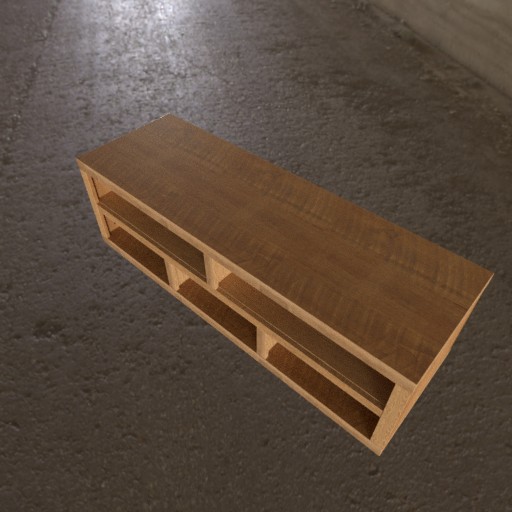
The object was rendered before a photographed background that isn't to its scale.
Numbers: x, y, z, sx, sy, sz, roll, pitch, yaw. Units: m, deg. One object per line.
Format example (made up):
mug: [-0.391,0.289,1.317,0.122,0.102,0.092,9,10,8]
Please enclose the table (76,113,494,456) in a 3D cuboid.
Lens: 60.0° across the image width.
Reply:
table: [0.000,0.000,1.742,1.499,0.491,0.499,32,54,28]
